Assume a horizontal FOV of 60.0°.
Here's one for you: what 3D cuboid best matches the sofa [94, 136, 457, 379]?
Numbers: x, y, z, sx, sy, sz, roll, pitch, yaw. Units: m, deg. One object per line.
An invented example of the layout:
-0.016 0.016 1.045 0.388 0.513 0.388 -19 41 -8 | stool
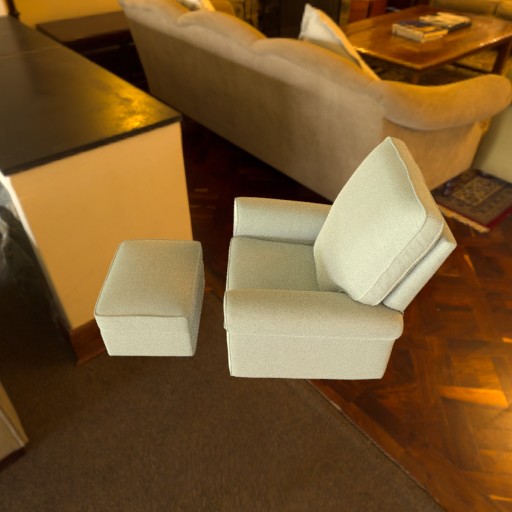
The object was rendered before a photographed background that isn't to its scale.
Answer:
0.000 0.000 2.100 1.478 0.959 0.880 0 41 1 | sofa
